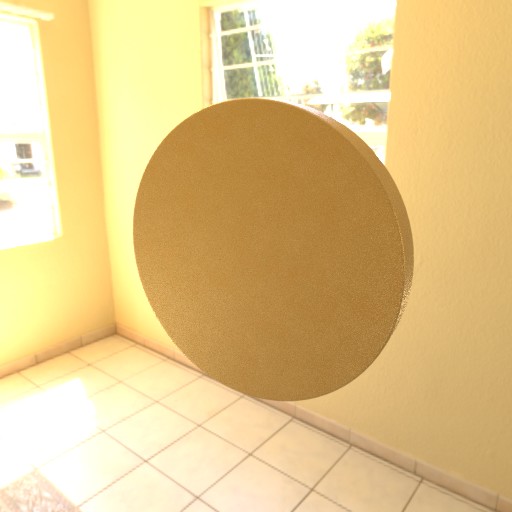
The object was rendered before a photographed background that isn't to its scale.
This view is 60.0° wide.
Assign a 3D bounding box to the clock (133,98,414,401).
[{"bbox_3d":[0.000,0.000,0.469,0.314,0.314,0.040,9,18,28],"label":"clock"}]
